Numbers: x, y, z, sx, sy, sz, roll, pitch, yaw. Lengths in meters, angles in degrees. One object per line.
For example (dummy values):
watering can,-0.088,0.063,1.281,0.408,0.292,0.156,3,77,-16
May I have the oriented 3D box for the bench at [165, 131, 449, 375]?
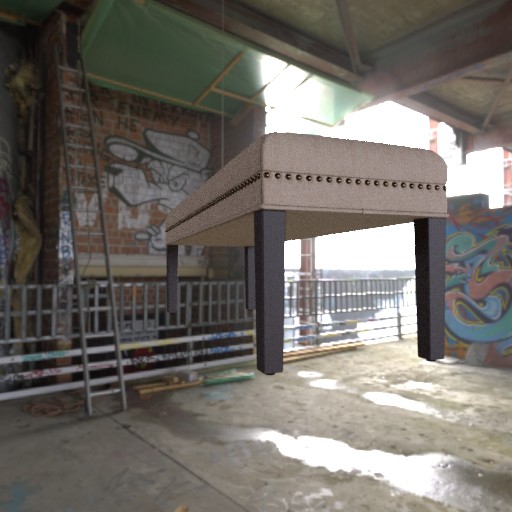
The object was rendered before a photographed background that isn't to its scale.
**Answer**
bench,0.000,0.000,1.399,0.410,0.457,1.219,1,-2,-19
